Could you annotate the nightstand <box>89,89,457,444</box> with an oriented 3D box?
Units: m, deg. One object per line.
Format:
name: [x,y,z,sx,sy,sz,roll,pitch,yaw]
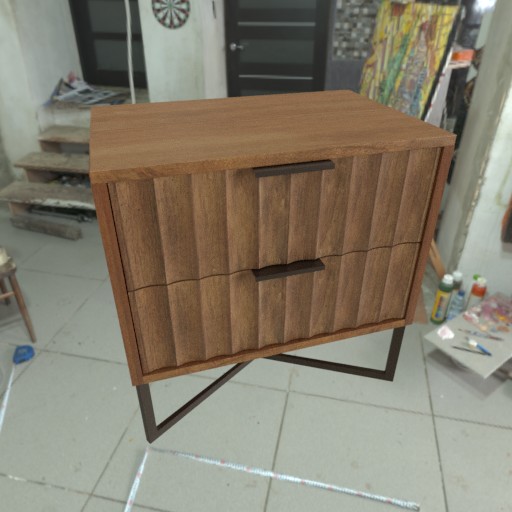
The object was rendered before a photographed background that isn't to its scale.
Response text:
nightstand: [0.000,0.000,1.018,0.613,0.615,0.427,-9,33,-15]
